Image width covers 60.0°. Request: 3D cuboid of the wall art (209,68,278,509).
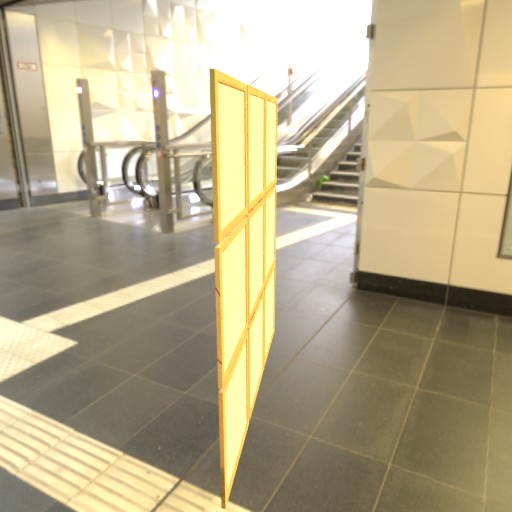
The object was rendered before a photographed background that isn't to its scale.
[{"bbox_3d":[0.000,0.000,1.725,0.013,1.219,1.214,3,17,9],"label":"wall art"}]
